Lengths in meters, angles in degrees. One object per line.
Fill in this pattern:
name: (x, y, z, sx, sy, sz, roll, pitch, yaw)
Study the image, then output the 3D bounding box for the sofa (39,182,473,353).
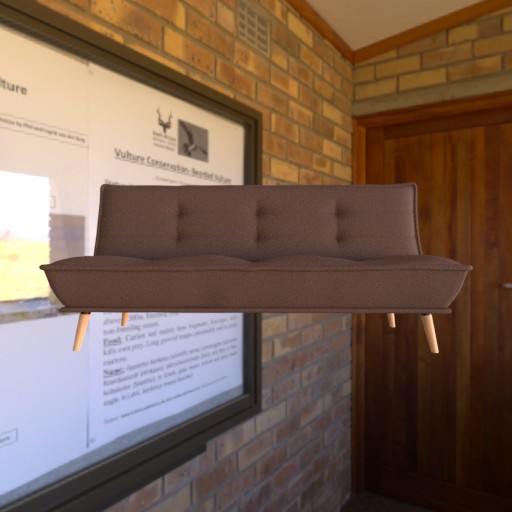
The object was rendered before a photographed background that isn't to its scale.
sofa: (0.000, 0.000, 2.425, 1.940, 0.890, 0.950, 0, 1, 1)
